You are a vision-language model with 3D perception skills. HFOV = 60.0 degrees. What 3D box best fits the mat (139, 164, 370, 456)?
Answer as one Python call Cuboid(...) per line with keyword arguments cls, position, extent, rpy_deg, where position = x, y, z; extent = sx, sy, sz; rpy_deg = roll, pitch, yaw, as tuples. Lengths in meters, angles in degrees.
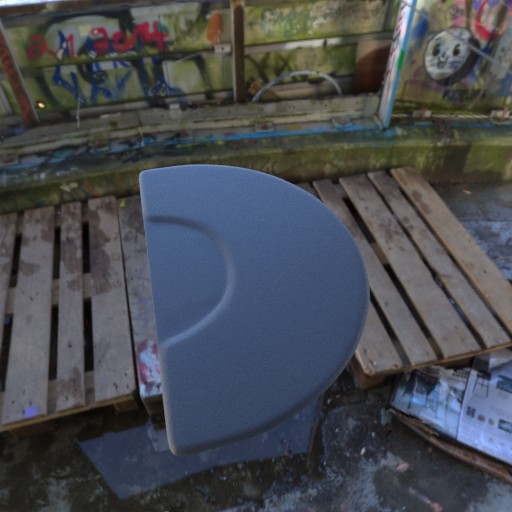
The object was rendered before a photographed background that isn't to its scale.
Cuboid(cls="mat", position=(0.000, 0.000, 1.926), extent=(0.917, 0.016, 1.525), rpy_deg=(-10, 47, -10))
